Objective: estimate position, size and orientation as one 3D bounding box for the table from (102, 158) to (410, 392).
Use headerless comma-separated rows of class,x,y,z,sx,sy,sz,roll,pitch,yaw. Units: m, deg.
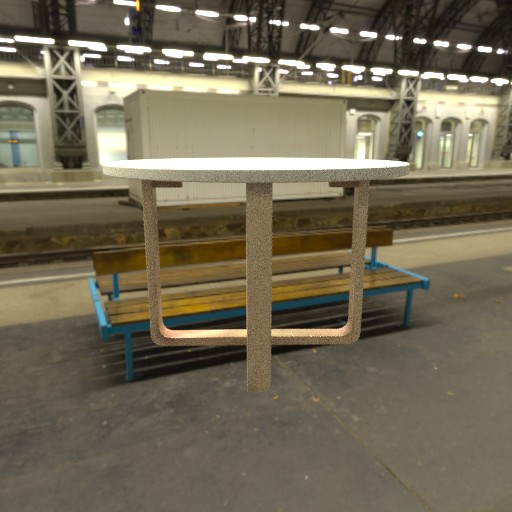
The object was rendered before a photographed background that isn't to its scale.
table,0.000,0.000,0.961,0.600,0.400,0.600,0,14,0
